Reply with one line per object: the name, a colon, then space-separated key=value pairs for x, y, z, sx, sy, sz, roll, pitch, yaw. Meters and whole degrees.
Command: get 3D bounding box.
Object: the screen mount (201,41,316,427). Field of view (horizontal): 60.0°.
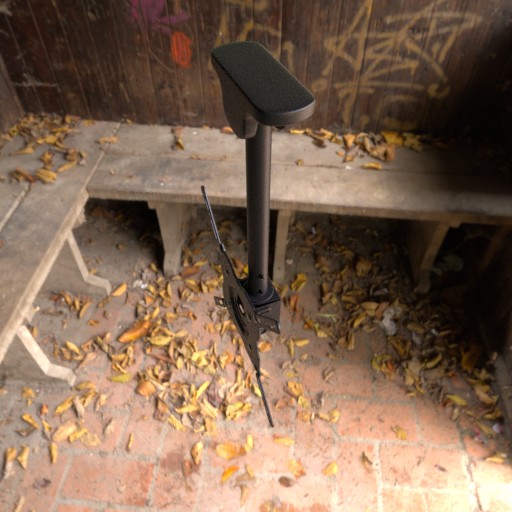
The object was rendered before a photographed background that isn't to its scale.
screen mount: x=0.000 y=0.000 z=0.862 sx=0.090 sy=0.729 sz=0.393 roll=-18 pitch=50 yaw=-15
